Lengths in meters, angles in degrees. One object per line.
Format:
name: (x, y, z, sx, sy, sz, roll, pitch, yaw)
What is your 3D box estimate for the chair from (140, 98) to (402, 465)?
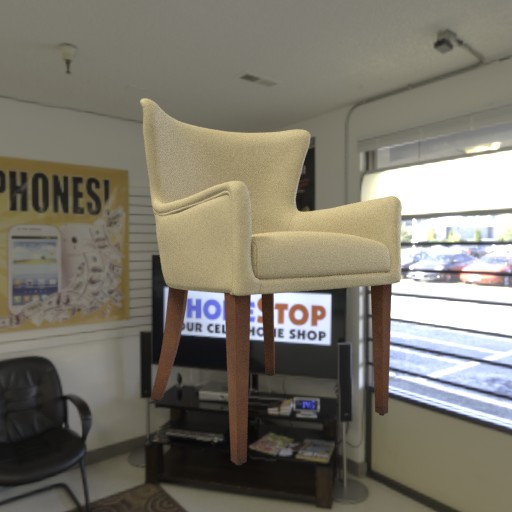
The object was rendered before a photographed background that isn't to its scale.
chair: (0.000, 0.000, 1.407, 0.660, 0.952, 0.686, -1, 2, -36)
